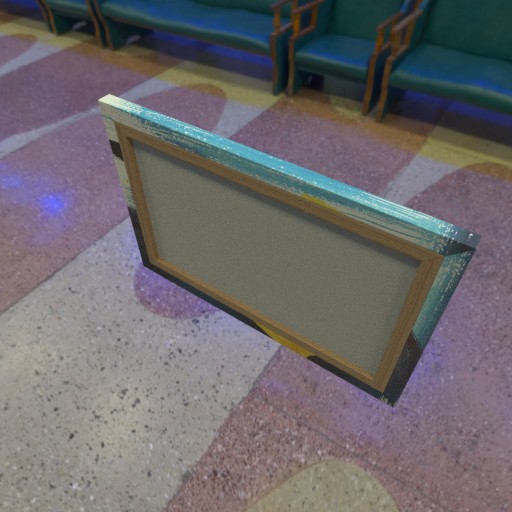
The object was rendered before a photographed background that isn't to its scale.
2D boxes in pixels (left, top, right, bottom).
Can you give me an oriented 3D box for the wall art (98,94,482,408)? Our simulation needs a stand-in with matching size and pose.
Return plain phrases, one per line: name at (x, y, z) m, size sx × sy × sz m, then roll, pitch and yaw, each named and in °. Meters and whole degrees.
wall art at (0.000, 0.000, 1.147) m, size 0.914 × 0.610 × 0.039 m, roll 26°, pitch 52°, yaw 23°
